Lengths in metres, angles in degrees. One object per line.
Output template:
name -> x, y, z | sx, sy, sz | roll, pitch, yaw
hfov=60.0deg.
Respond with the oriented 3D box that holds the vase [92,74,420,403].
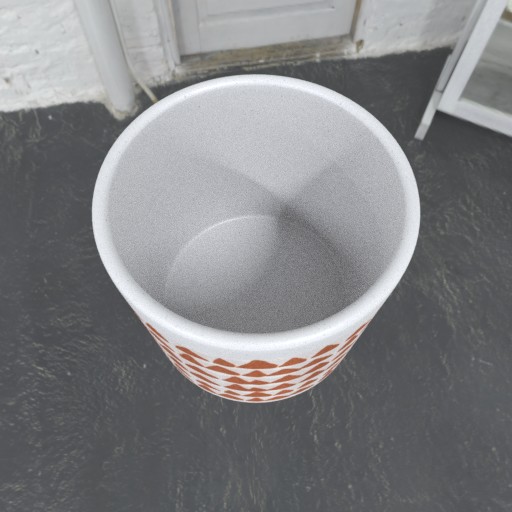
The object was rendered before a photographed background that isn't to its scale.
vase -> 0.000, 0.000, 0.241 | 0.137, 0.127, 0.137 | 0, 63, 0
